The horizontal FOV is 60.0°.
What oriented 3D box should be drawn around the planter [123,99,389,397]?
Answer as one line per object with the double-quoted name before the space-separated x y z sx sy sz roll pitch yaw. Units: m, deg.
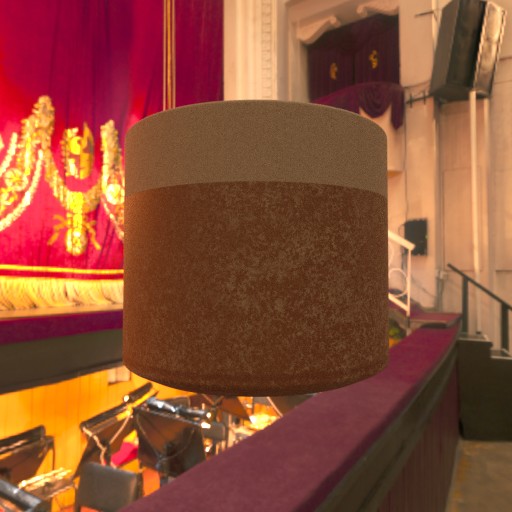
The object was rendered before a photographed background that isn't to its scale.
"planter" 0.000 0.000 0.277 0.159 0.138 0.159 0 -2 0
